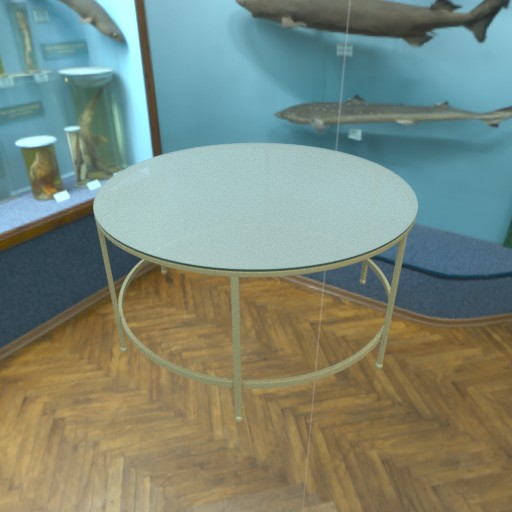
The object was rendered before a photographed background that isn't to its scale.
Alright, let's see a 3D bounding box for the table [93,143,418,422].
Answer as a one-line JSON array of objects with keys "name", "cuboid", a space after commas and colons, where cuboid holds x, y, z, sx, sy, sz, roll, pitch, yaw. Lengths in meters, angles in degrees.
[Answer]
[{"name": "table", "cuboid": [0.000, 0.000, 1.421, 0.914, 0.470, 0.914, 0, 30, 0]}]
